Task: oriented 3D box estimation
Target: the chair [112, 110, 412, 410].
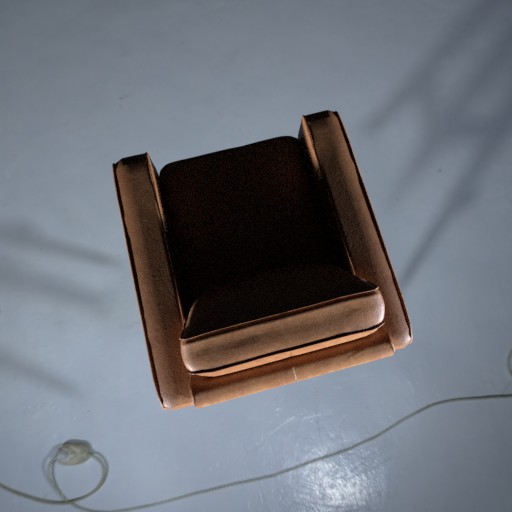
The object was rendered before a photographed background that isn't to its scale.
[{"bbox_3d":[0.000,0.000,1.804,0.987,0.901,1.027,-17,77,-4],"label":"chair"}]
